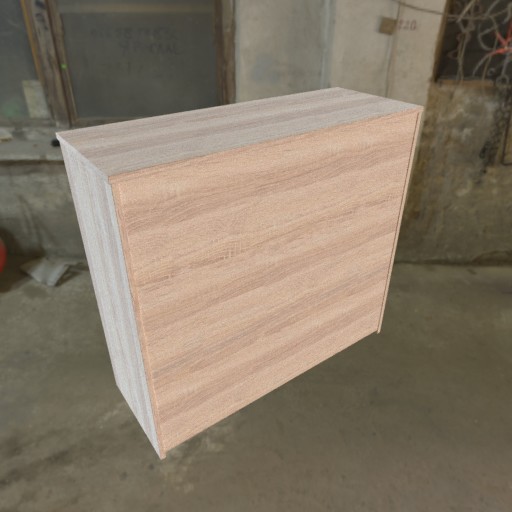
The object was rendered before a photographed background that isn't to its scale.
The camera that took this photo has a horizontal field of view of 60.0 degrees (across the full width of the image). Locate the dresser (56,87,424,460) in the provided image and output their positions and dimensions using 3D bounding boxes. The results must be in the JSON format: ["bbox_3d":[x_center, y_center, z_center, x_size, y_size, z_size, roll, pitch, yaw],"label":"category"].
[{"bbox_3d":[0.000,0.000,1.465,0.980,0.900,0.380,-21,37,-30],"label":"dresser"}]
